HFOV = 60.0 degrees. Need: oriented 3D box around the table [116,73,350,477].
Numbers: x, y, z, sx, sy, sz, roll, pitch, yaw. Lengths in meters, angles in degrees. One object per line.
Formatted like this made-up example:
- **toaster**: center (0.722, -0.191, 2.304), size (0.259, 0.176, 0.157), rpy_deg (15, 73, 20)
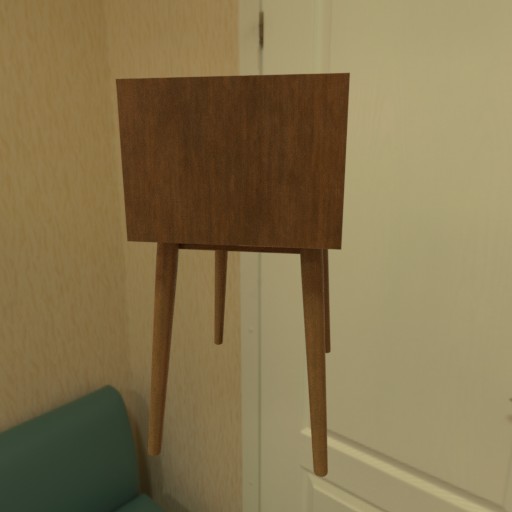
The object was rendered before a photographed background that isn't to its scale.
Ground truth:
- **table**: center (0.000, 0.000, 0.845), size (0.307, 0.580, 0.454), rpy_deg (2, 14, 10)
